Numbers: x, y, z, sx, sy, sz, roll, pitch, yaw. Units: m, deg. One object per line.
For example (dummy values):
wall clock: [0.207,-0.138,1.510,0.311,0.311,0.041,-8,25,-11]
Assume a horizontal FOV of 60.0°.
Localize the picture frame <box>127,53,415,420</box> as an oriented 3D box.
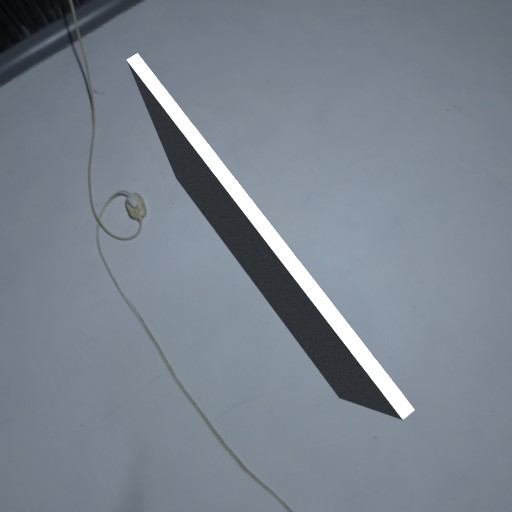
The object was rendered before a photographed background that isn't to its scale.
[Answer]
picture frame: [0.000,0.000,1.218,0.029,0.640,0.950,-35,78,-8]
